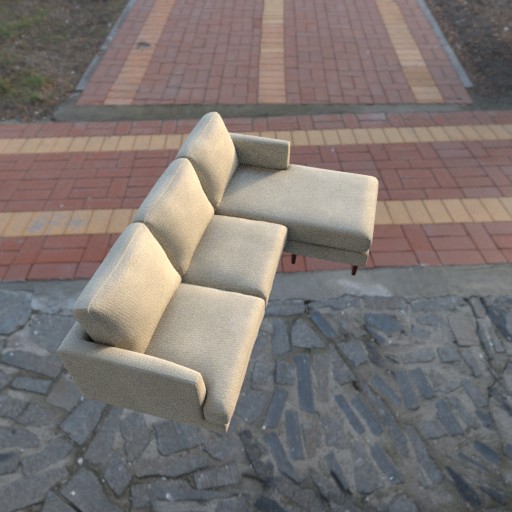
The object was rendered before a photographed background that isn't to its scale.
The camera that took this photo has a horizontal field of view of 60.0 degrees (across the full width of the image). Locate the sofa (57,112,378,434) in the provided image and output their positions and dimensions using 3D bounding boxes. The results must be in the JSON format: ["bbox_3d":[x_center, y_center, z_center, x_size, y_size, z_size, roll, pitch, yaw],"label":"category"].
[{"bbox_3d":[0.000,0.000,2.985,1.504,0.956,2.233,11,47,10],"label":"sofa"}]
